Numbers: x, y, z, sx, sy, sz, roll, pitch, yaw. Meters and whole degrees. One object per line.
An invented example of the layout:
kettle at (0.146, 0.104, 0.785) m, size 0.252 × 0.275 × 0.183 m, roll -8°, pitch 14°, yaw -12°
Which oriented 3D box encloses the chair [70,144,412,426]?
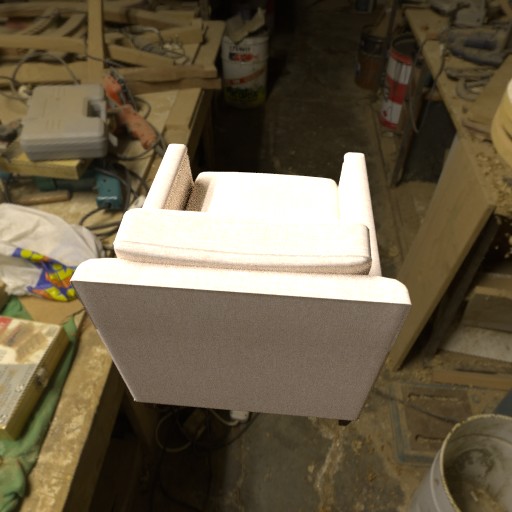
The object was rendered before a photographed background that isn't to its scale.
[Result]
chair at (0.000, 0.000, 1.708) m, size 0.838 × 0.940 × 1.041 m, roll 4°, pitch 46°, yaw 4°
